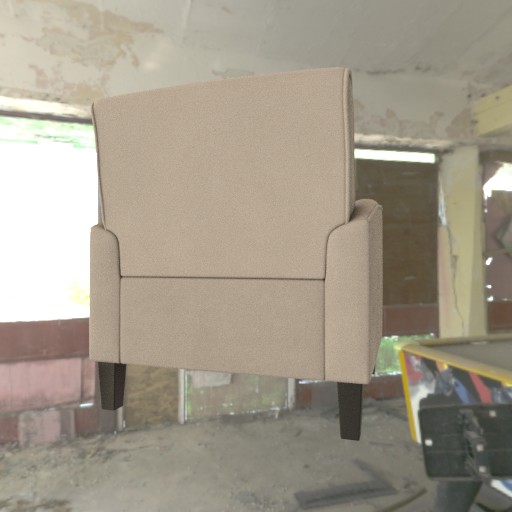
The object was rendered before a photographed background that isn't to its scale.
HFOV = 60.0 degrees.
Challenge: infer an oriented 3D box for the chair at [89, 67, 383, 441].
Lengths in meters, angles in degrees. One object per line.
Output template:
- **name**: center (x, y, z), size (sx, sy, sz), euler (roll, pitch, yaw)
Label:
- **chair**: center (0.000, 0.000, 1.522), size (0.820, 0.915, 0.820), euler (0, 0, 18)
